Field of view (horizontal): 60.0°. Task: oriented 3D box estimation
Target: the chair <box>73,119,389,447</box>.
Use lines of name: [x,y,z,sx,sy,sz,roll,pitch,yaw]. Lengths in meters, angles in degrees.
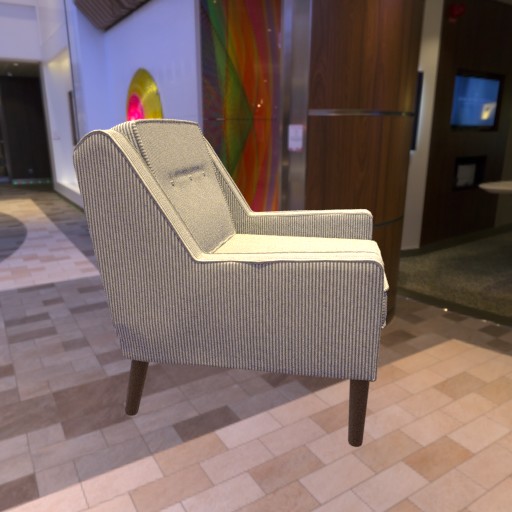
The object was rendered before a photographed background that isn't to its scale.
chair: [0.000,0.000,1.339,0.743,0.792,0.663,3,16,11]
